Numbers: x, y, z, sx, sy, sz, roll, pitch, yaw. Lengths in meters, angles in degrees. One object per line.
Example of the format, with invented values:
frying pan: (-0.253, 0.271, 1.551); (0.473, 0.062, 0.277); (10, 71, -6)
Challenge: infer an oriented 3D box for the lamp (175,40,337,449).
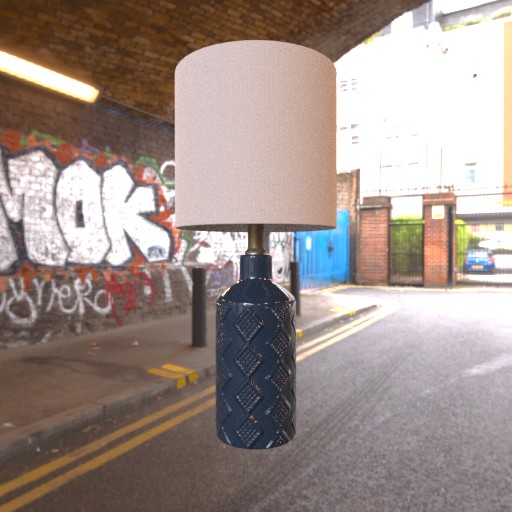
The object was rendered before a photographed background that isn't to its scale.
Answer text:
lamp: (0.000, 0.000, 0.576); (0.207, 0.461, 0.207); (0, 1, -21)
